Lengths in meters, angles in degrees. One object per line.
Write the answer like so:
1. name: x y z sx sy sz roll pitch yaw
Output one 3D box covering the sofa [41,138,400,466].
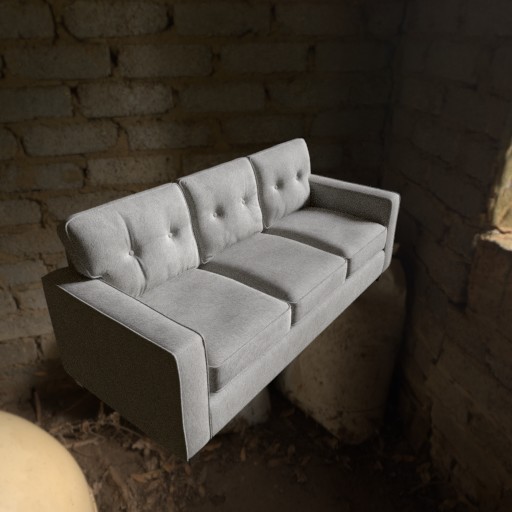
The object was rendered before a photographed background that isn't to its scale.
1. sofa: 0.000 0.000 2.624 0.939 0.965 2.133 20 34 33
